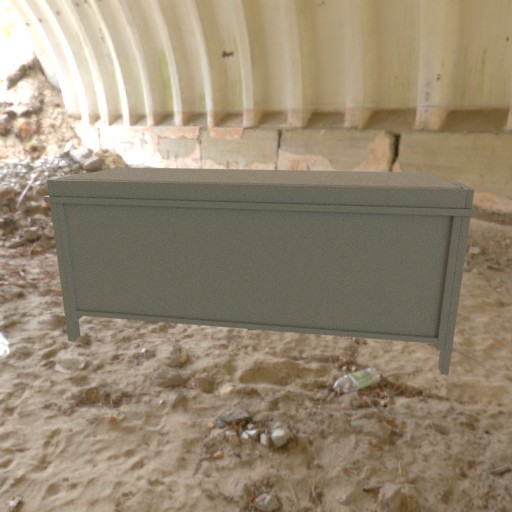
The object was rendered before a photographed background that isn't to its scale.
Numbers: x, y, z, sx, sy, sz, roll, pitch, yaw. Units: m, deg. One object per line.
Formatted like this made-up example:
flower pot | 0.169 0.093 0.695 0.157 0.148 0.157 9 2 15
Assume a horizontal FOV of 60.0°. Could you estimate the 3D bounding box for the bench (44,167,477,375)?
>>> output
bench | 0.000 0.000 1.394 1.140 0.501 0.398 3 17 10
